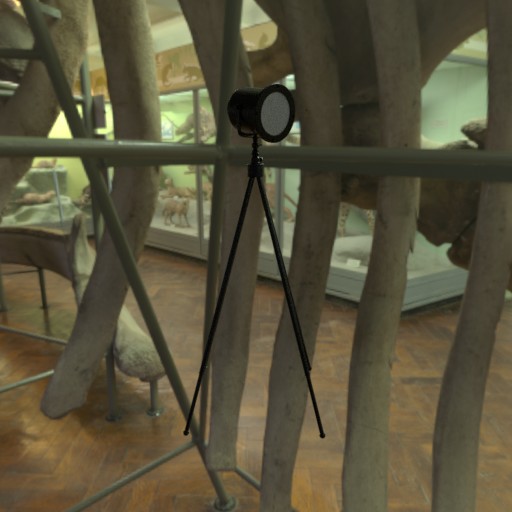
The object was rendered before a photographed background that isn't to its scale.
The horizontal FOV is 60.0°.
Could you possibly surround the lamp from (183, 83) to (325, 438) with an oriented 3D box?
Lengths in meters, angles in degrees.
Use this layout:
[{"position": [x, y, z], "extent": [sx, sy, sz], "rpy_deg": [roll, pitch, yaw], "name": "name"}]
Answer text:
[{"position": [0.000, 0.000, 2.082], "extent": [0.879, 1.504, 0.884], "rpy_deg": [-13, 19, -42], "name": "lamp"}]
